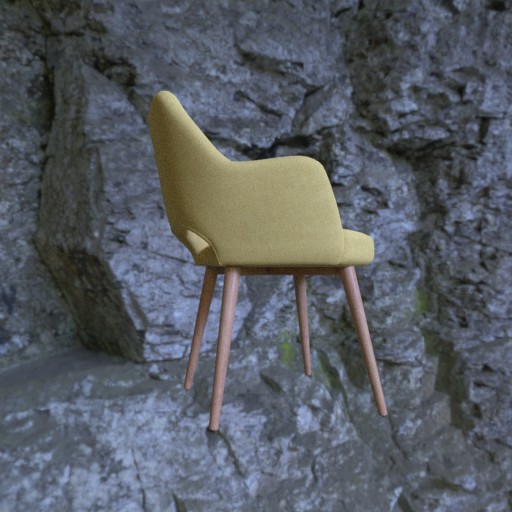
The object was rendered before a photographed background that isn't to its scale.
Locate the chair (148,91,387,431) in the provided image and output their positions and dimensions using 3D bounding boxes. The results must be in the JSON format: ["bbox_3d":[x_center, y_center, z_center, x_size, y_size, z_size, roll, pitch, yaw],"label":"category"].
[{"bbox_3d":[0.000,0.000,1.294,0.610,0.840,0.590,0,-2,-18],"label":"chair"}]
